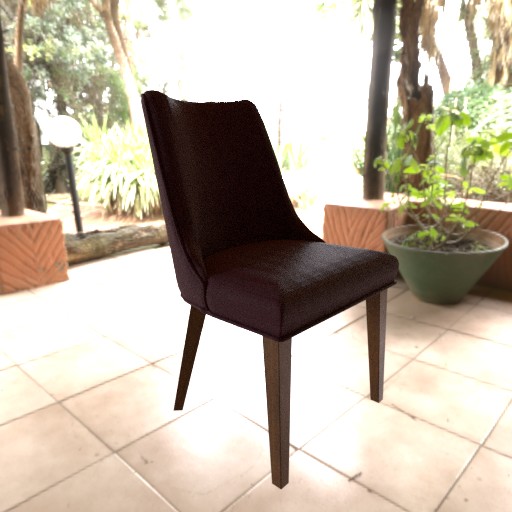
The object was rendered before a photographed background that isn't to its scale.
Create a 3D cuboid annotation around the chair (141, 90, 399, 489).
[{"bbox_3d":[0.000,0.000,1.295,0.638,0.916,0.548,13,19,41],"label":"chair"}]
